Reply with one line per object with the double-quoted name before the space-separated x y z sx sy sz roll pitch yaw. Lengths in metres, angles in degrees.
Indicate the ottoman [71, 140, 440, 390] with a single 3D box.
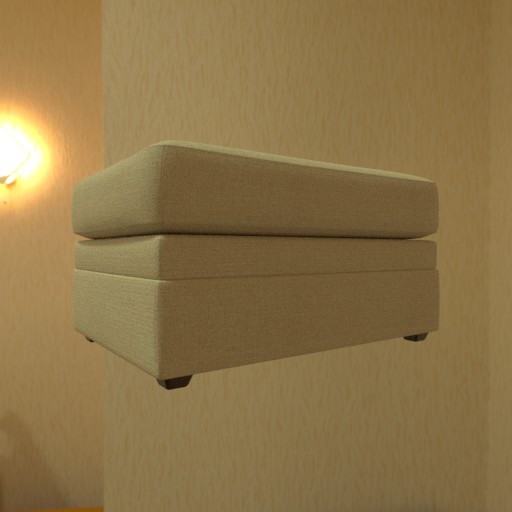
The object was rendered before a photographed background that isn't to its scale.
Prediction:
"ottoman" 0.000 0.000 1.250 0.885 0.478 0.637 0 1 -35
